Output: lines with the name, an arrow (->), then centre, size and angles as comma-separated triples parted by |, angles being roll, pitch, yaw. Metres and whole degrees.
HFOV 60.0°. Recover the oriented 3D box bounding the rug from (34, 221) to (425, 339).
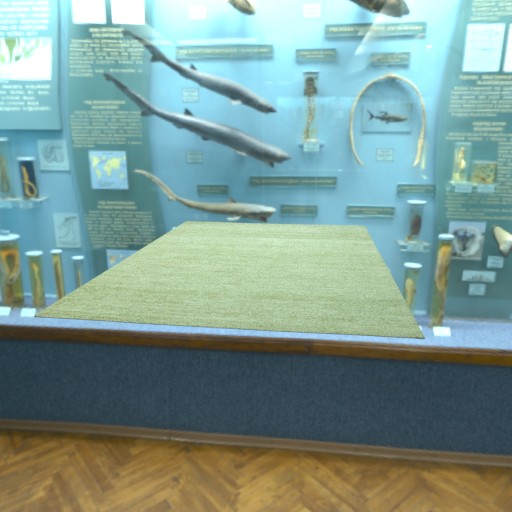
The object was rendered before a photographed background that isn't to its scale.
rug -> 0.000, 0.000, 2.872 | 1.606, 0.017, 2.270 | 2, 15, 7
